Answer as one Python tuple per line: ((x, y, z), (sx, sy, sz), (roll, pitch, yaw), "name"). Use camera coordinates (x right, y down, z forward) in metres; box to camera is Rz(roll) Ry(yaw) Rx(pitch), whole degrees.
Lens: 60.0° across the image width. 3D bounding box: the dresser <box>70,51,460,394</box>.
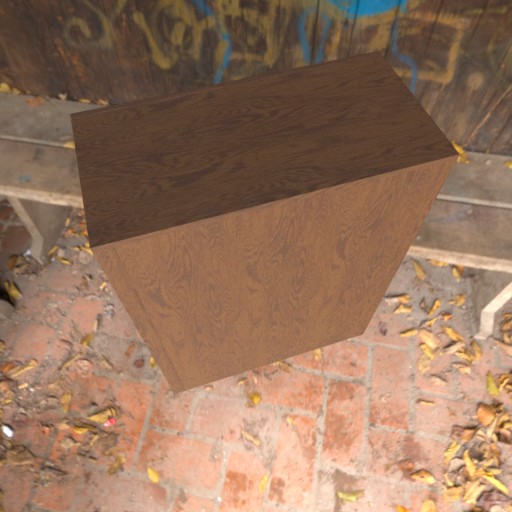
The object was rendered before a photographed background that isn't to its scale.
((0.000, 0.000, 1.779), (0.964, 1.320, 0.516), (-15, 59, -9), "dresser")
